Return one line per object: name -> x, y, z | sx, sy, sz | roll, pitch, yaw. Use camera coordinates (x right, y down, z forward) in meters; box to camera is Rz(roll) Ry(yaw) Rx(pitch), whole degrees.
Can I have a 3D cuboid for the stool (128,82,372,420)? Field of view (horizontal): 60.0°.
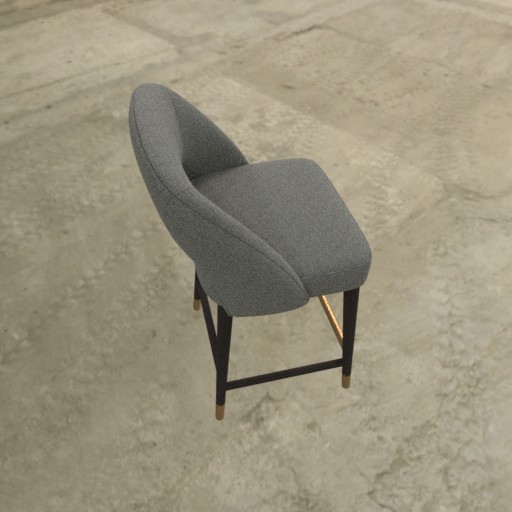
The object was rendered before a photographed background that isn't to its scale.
stool -> 0.000, 0.000, 1.241 | 0.524, 0.925, 0.536 | -11, 47, -10
